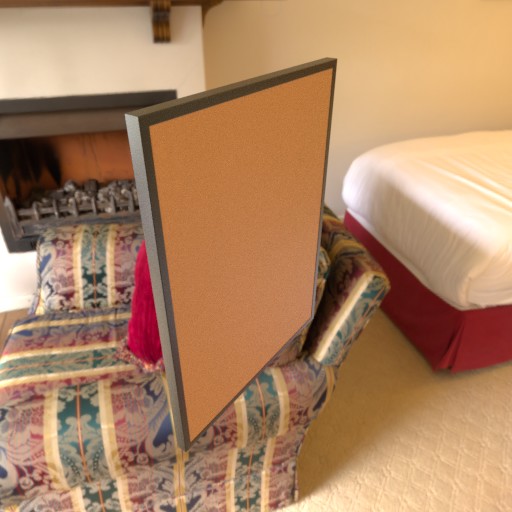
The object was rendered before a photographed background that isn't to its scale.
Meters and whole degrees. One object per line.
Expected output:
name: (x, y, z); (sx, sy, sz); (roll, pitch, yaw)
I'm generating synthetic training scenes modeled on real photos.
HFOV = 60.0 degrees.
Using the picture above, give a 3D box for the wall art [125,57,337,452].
wall art: (0.000, 0.000, 1.406); (0.039, 1.061, 0.804); (22, 39, 30)
